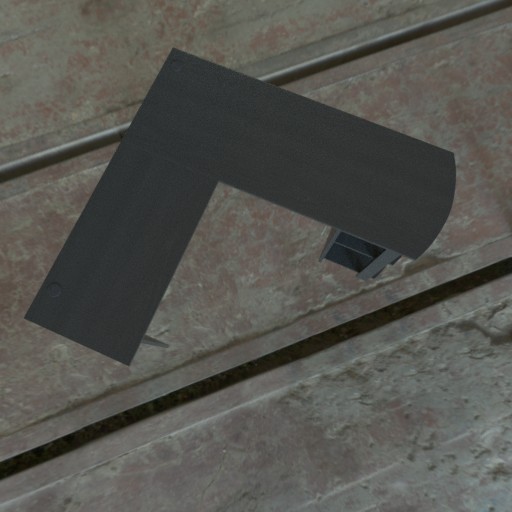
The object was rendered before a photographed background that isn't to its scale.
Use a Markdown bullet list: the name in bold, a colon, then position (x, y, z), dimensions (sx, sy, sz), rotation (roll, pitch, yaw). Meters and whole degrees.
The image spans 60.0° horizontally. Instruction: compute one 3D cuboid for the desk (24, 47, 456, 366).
- **desk**: position (0.000, 0.000, 2.105), dimensions (1.361, 0.716, 1.303), rotation (23, 77, 5)
